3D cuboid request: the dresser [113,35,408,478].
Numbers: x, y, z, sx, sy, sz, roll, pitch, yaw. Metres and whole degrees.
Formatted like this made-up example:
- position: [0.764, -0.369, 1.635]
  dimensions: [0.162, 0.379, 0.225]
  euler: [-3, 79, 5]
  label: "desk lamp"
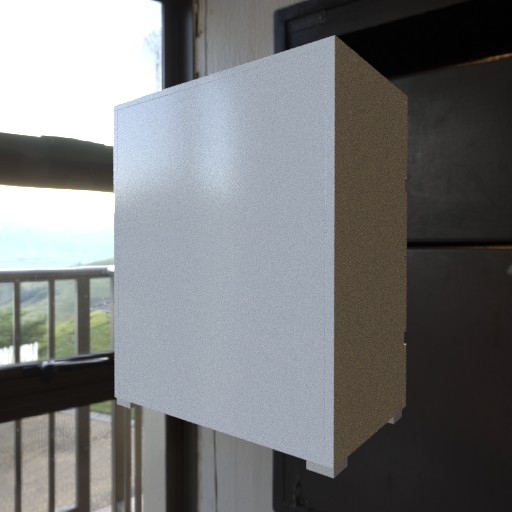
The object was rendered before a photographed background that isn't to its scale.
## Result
- position: [0.000, 0.000, 1.151]
  dimensions: [0.650, 0.800, 0.400]
  euler: [1, 1, 37]
  label: "dresser"
